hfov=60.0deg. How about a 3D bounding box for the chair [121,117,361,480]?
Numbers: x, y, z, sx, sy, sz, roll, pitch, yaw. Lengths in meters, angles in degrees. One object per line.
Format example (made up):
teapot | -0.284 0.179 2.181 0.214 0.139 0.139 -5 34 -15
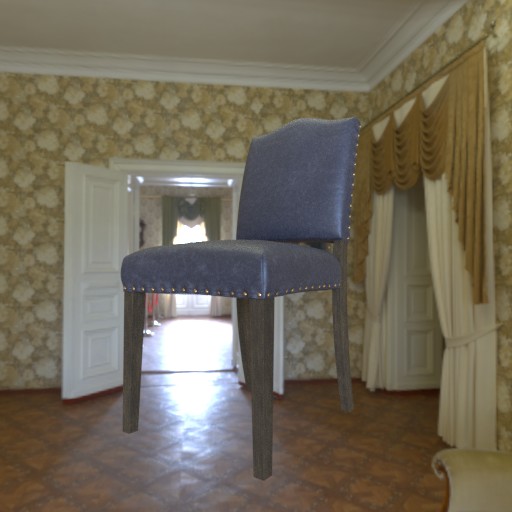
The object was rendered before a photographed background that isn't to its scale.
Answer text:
chair | 0.000 0.000 1.359 0.500 0.991 0.633 -1 -1 36
